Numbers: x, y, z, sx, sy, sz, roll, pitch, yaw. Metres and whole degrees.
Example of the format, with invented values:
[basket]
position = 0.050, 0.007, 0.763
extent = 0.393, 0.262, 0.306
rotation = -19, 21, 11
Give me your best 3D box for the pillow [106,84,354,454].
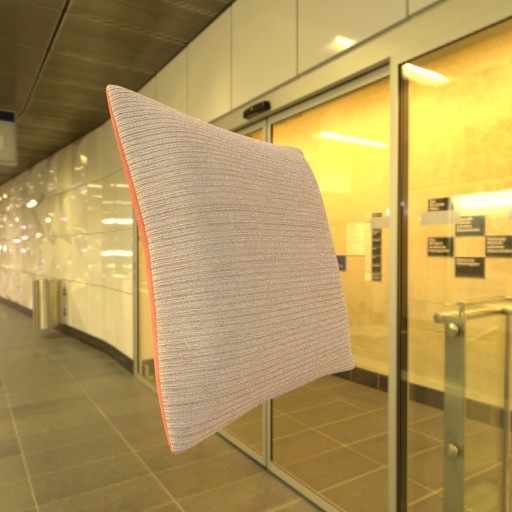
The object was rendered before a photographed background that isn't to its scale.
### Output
[pillow]
position = 0.000, 0.000, 0.647
extent = 0.177, 0.401, 0.424
rotation = 1, 1, 37
